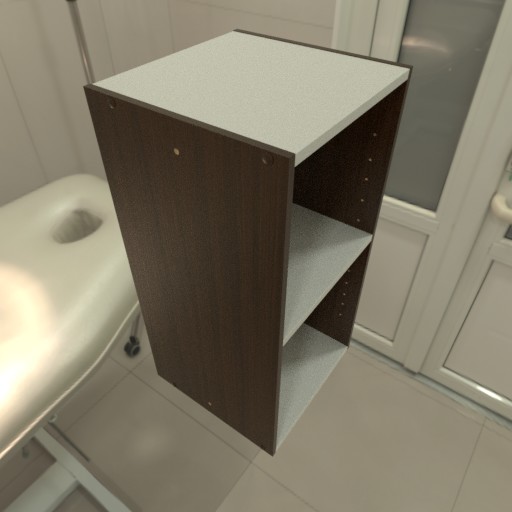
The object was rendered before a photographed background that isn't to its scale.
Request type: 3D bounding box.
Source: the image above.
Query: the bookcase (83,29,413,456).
[{"bbox_3d":[0.000,0.000,0.750,0.290,0.600,0.300,26,48,26],"label":"bookcase"}]
